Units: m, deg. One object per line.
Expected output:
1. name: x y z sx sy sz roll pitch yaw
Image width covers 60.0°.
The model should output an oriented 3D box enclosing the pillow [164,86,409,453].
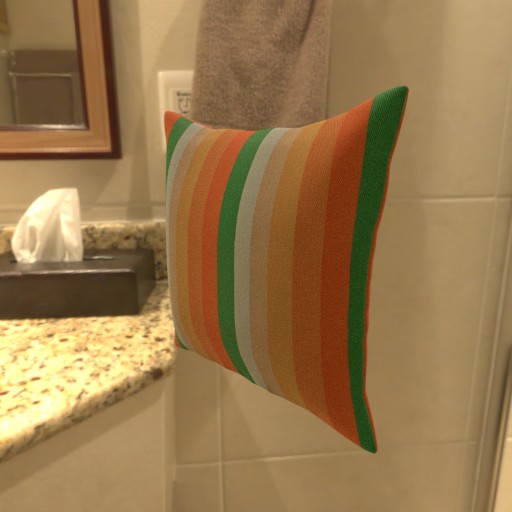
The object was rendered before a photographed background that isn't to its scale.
1. pillow: 0.000 0.000 0.669 0.169 0.444 0.453 -13 19 -43
